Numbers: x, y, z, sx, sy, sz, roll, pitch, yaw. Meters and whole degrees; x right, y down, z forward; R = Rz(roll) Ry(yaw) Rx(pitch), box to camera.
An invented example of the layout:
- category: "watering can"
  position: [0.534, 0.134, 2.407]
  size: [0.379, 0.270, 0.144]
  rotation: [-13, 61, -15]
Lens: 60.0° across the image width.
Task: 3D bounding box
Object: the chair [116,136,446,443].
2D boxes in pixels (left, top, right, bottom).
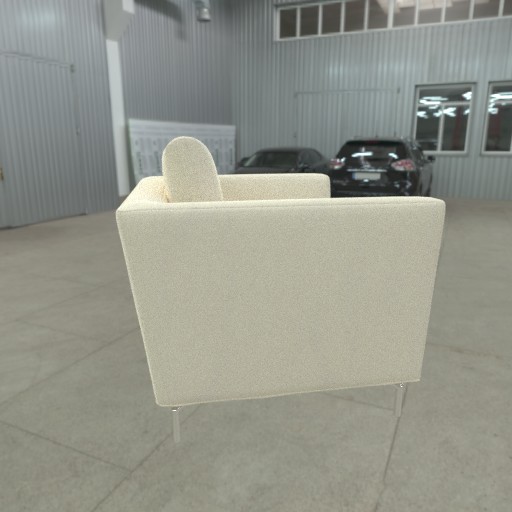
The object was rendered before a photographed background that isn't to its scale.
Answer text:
- category: "chair"
  position: [0.000, 0.000, 1.675]
  size: [0.889, 0.865, 1.041]
  rotation: [-3, 15, -10]
